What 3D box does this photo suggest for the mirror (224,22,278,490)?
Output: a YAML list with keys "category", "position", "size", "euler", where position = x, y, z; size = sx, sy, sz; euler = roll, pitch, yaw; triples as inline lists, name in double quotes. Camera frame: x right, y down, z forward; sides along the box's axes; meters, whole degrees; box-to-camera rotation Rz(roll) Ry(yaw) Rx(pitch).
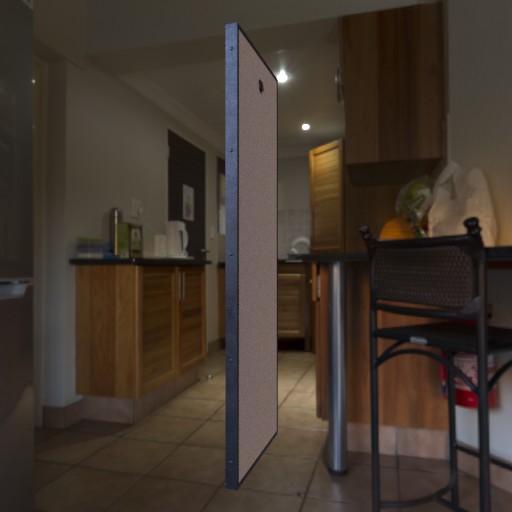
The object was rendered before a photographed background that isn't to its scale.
- category: "mirror"
  position: [0.000, 0.000, 1.185]
  size: [0.042, 1.080, 0.354]
  euler: [0, 0, 18]
